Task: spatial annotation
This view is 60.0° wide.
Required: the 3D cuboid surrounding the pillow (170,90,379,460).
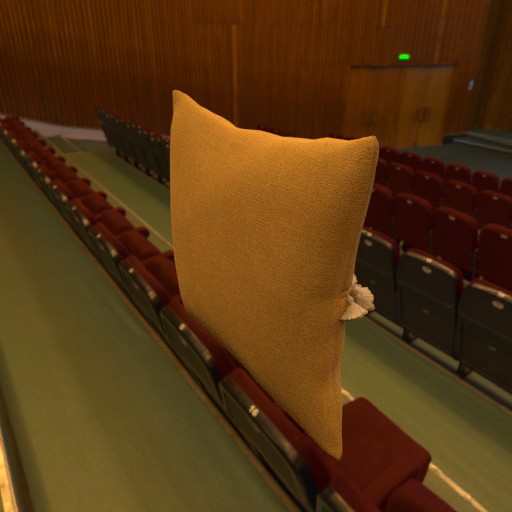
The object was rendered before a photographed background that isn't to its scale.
[{"bbox_3d":[0.000,0.000,0.739,0.167,0.481,0.485,-18,33,-31],"label":"pillow"}]
